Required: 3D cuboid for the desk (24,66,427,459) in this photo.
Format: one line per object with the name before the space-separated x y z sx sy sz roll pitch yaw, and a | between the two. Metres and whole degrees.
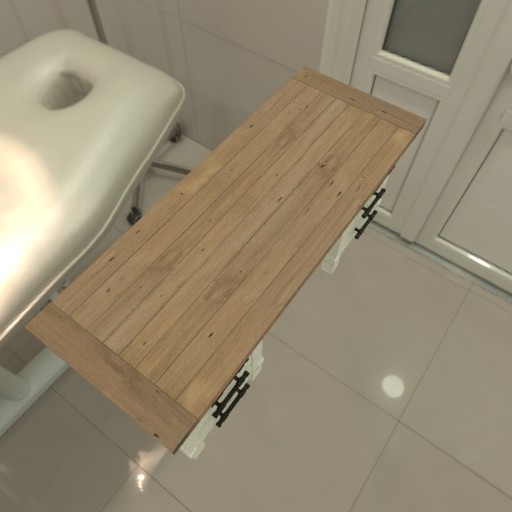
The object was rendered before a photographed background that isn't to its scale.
desk | 0.000 0.000 2.147 0.688 0.760 1.803 32 63 18
